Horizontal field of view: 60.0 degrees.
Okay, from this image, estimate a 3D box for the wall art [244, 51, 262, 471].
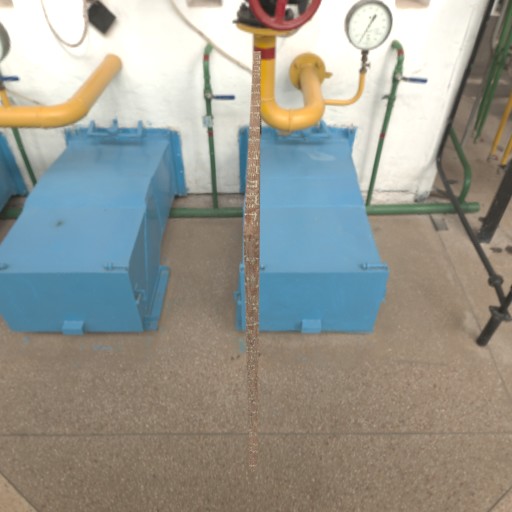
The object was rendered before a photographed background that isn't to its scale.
[{"bbox_3d":[0.000,0.000,0.573,0.012,0.384,0.384,1,42,1],"label":"wall art"}]
